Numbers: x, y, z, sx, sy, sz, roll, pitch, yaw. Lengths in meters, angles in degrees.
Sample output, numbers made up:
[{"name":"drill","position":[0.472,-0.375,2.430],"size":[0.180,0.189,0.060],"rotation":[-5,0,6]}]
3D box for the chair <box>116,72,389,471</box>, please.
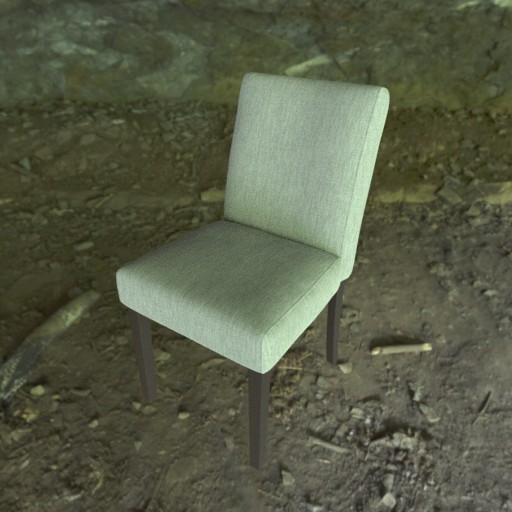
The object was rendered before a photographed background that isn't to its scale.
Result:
[{"name":"chair","position":[0.000,0.000,1.264],"size":[0.487,0.884,0.629],"rotation":[19,36,29]}]
